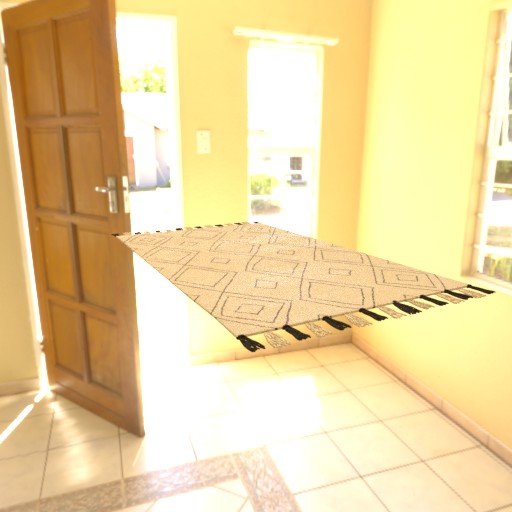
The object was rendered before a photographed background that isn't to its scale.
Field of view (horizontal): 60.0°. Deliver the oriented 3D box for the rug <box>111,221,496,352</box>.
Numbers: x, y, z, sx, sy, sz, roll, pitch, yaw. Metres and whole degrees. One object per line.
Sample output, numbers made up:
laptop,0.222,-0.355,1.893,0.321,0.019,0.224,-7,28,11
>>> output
rug,0.000,0.000,3.231,1.524,0.021,2.755,-7,16,-28
